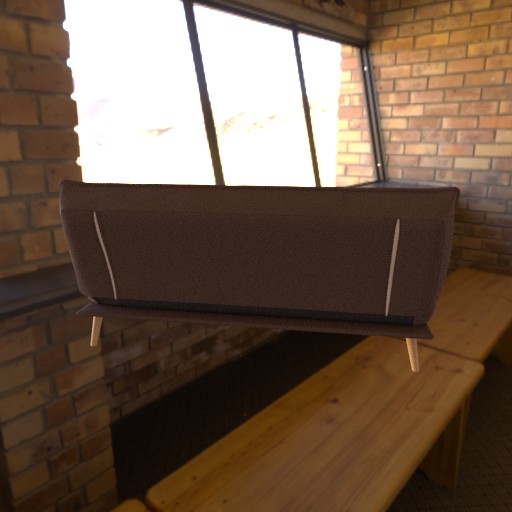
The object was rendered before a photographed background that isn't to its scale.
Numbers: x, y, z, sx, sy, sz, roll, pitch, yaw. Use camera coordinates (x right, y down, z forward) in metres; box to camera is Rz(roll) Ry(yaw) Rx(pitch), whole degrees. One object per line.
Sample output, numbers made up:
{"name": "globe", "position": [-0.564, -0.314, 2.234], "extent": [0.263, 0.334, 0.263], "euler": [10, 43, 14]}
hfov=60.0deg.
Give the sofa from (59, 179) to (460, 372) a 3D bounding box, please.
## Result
{"name": "sofa", "position": [0.000, 0.000, 2.512], "extent": [1.940, 0.890, 0.950], "euler": [2, 16, 9]}
